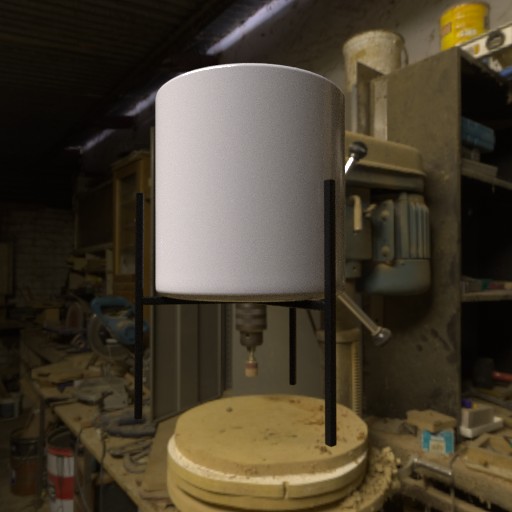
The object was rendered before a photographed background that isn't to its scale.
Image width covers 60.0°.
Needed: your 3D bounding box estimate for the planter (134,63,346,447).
[{"bbox_3d":[0.000,0.000,0.507,0.239,0.356,0.239,1,-2,-36],"label":"planter"}]
